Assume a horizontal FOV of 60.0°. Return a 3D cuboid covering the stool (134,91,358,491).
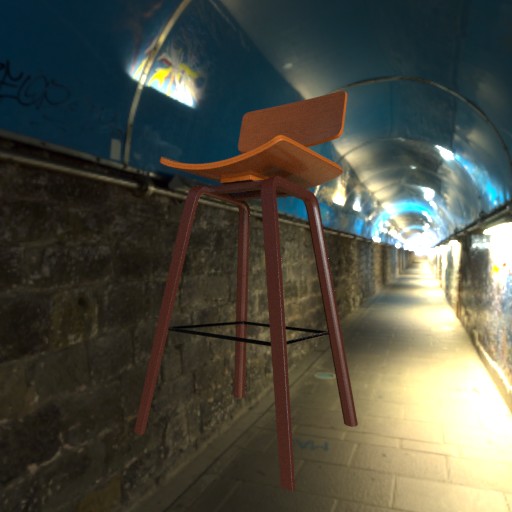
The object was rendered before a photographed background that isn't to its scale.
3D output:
[{"bbox_3d":[0.000,0.000,1.240,0.509,0.969,0.440,1,1,36],"label":"stool"}]
